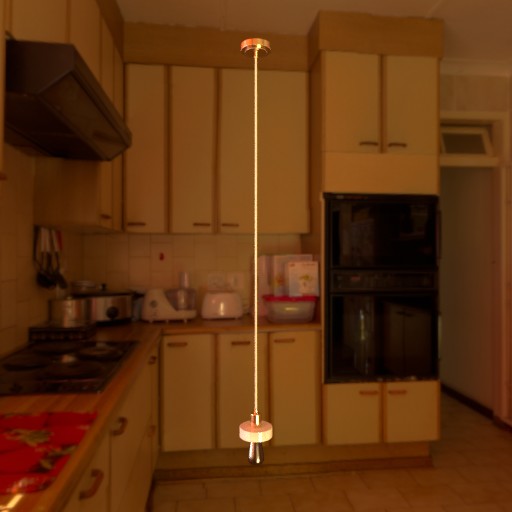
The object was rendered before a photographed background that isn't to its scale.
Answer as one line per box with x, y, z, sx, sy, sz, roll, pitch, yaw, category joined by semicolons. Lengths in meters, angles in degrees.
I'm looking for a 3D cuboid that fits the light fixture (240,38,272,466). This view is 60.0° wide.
0.000;0.000;1.759;0.129;1.669;0.129;0;0;-36;light fixture
